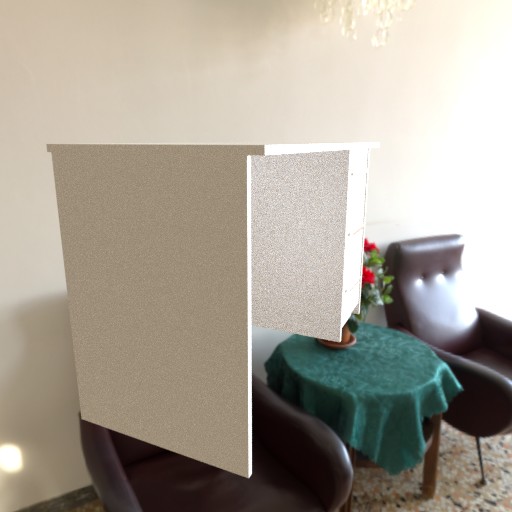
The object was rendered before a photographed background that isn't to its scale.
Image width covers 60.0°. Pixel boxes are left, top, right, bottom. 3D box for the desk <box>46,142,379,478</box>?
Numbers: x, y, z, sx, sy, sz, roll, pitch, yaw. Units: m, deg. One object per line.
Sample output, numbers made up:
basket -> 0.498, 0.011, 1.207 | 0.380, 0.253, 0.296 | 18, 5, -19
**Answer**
desk -> 0.000, 0.000, 1.488 | 0.560, 0.735, 1.097 | 7, 16, 25
